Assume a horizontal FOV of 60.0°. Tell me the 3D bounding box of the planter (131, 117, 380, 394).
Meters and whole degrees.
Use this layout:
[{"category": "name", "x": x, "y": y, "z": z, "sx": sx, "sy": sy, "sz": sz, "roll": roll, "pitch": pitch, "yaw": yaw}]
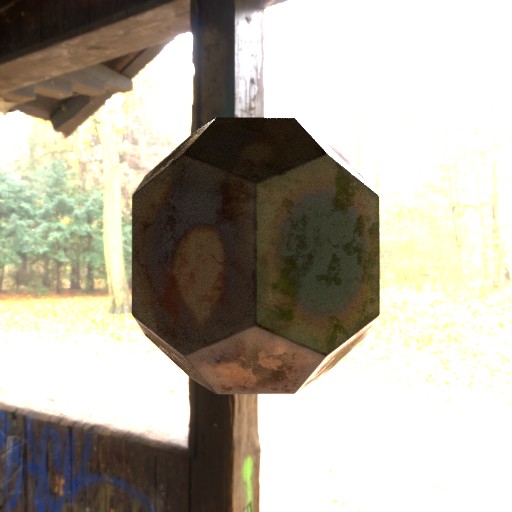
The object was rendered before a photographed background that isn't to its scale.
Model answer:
[{"category": "planter", "x": 0.000, "y": 0.000, "z": 0.437, "sx": 0.221, "sy": 0.238, "sz": 0.243, "roll": 0, "pitch": -1, "yaw": 0}]
